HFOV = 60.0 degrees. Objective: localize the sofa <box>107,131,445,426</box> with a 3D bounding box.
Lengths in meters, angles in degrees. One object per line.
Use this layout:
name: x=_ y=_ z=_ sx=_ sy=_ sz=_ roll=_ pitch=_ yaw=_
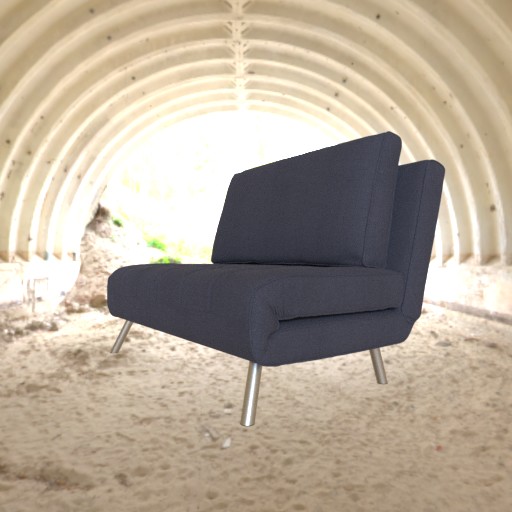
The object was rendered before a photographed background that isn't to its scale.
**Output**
sofa: x=0.000 y=0.000 z=1.890 sx=0.910 sy=0.910 sz=1.220 roll=0 pitch=0 yaw=-36
